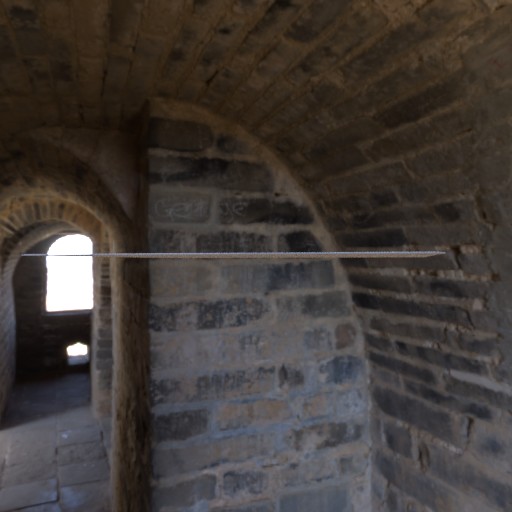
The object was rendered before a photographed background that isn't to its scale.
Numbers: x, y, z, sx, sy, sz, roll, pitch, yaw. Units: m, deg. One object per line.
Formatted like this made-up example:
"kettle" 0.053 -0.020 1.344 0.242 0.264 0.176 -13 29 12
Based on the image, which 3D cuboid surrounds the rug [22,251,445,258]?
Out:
"rug" 0.000 0.000 4.095 3.048 0.012 2.438 0 -1 19
